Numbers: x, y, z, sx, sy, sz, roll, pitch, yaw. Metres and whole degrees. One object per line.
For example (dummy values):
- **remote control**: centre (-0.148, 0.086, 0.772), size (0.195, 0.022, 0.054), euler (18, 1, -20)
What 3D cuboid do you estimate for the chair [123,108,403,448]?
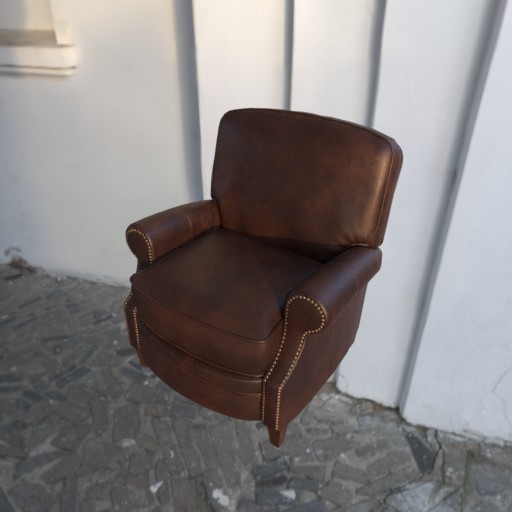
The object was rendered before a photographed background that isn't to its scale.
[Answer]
- **chair**: centre (0.000, 0.000, 1.802), size (0.936, 1.018, 0.986), euler (20, 37, 30)
